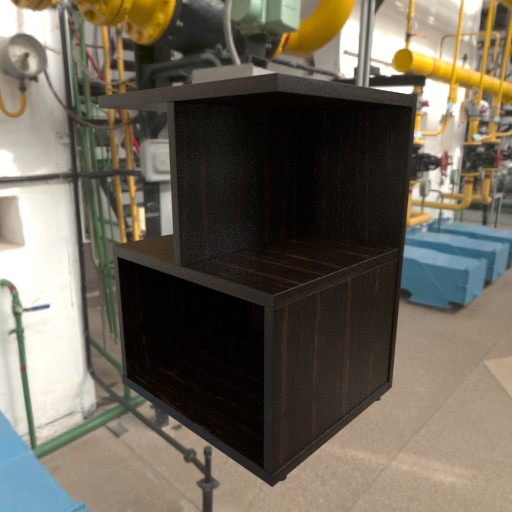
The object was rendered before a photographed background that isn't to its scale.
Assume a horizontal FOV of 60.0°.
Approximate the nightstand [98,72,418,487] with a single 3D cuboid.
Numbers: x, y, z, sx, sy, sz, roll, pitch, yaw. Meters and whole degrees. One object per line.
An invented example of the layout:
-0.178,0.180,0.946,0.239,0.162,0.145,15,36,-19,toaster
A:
0.000,0.000,0.812,0.400,0.559,0.356,14,20,42,nightstand
